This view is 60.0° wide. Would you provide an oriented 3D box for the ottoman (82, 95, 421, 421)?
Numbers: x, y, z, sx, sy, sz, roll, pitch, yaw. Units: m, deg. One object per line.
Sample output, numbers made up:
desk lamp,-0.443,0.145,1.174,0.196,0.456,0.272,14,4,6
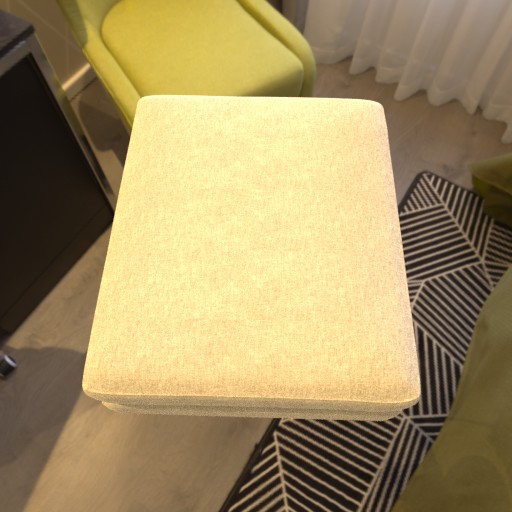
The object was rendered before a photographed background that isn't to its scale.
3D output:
ottoman,0.000,0.000,1.211,0.693,0.474,0.821,1,63,1
